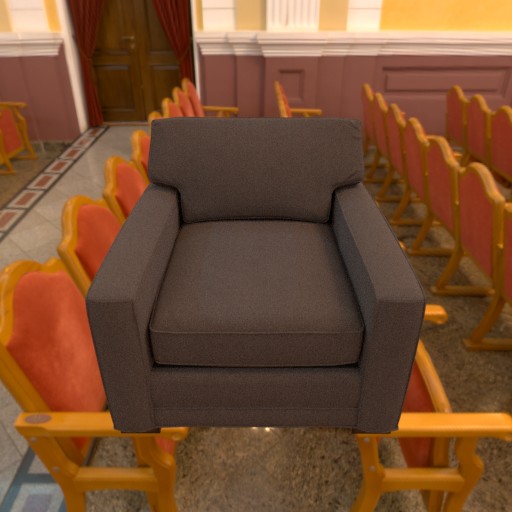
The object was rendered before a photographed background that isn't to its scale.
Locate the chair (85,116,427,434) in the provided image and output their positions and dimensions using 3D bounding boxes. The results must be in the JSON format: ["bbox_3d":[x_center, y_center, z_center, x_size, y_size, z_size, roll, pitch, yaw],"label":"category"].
[{"bbox_3d":[0.000,0.000,1.767,0.997,0.913,1.043,0,30,0],"label":"chair"}]
